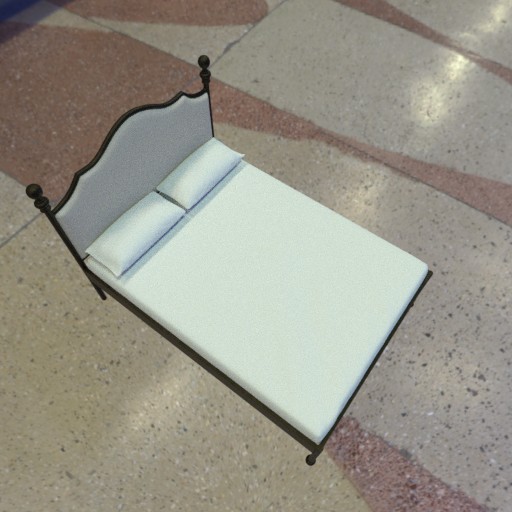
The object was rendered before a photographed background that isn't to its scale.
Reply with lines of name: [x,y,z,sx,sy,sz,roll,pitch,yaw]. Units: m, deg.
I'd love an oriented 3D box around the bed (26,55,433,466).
bed: [0.000,0.000,3.214,2.224,1.499,1.642,33,64,18]
